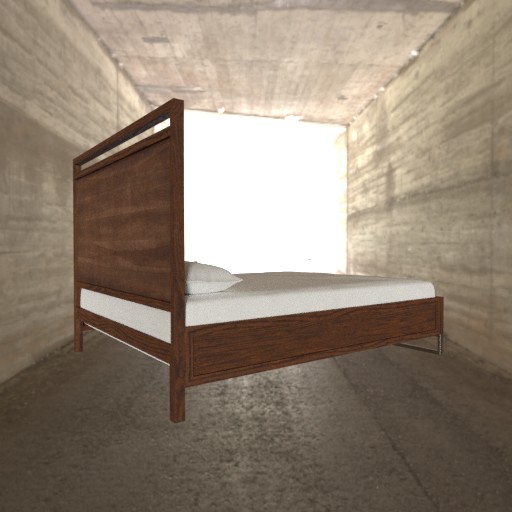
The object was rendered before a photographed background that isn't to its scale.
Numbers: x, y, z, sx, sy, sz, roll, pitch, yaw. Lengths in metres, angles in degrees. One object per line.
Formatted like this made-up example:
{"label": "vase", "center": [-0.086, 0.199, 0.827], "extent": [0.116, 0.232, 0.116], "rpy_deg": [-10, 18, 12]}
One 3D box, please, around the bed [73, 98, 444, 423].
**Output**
{"label": "bed", "center": [0.000, 0.000, 3.385], "extent": [2.218, 1.487, 1.765], "rpy_deg": [-1, 1, -36]}
